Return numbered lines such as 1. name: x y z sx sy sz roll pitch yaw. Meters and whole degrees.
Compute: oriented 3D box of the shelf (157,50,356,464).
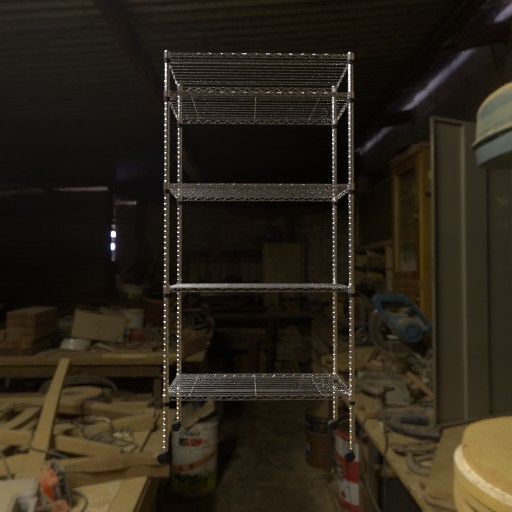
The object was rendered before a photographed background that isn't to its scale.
1. shelf: 0.000 0.000 1.883 0.762 1.587 0.356 0 -1 -1
